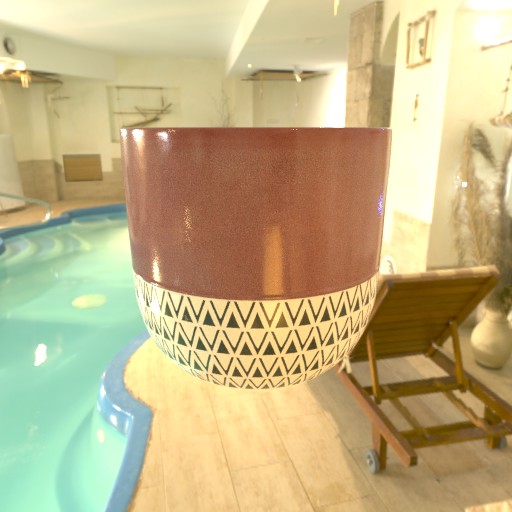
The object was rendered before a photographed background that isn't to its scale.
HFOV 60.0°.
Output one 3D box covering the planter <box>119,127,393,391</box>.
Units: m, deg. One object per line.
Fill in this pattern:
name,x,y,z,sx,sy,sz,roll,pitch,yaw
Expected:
planter,0.000,0.000,0.486,0.266,0.270,0.266,0,16,0
